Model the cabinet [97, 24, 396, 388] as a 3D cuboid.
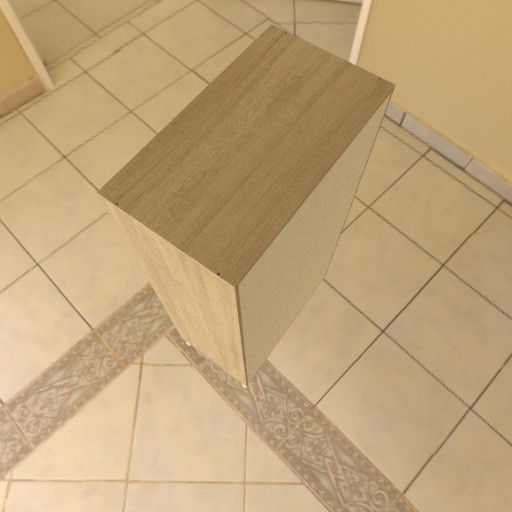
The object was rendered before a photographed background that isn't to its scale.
[{"bbox_3d":[0.000,0.000,2.468,0.571,1.999,1.006,33,69,14],"label":"cabinet"}]
